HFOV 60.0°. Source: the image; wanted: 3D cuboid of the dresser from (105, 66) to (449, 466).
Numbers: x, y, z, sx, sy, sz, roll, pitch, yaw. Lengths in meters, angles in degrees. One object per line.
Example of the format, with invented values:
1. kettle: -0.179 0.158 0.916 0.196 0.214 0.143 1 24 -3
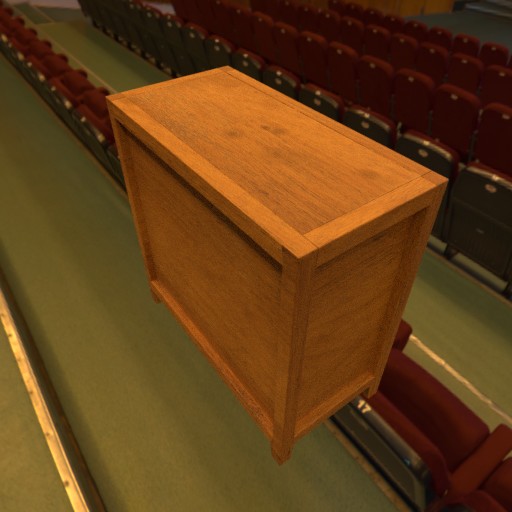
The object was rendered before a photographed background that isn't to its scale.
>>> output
1. dresser: 0.000 0.000 1.319 0.427 0.804 0.804 -26 48 -26
